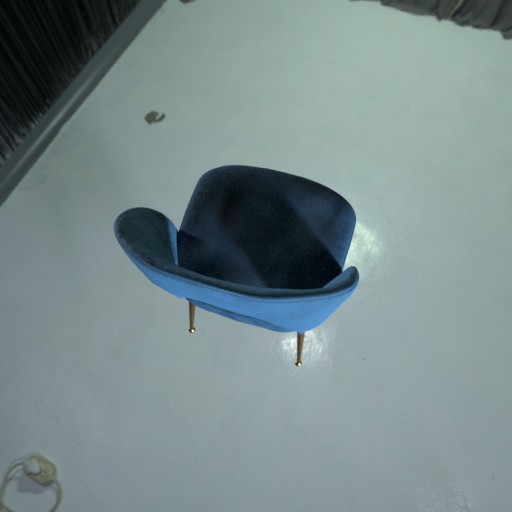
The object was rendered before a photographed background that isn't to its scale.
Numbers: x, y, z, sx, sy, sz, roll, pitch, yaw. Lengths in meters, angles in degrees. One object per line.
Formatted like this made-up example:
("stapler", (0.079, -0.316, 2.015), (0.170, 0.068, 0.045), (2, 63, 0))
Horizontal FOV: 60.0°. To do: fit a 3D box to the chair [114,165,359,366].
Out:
("chair", (0.000, 0.000, 1.231), (0.527, 0.860, 0.577), (16, 64, 8))
